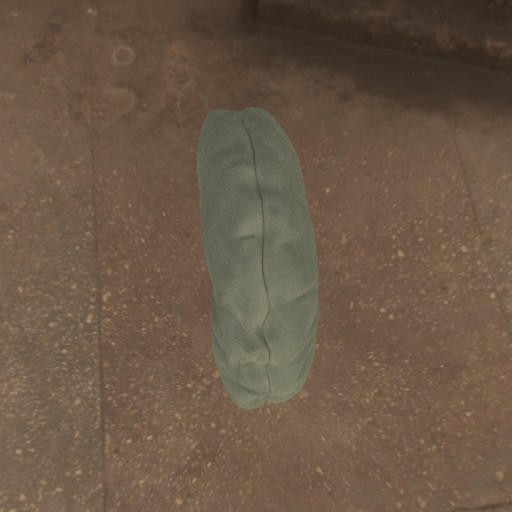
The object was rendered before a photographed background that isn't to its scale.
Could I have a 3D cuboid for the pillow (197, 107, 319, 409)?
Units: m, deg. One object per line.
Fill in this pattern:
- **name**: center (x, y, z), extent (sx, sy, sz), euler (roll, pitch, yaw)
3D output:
- **pillow**: center (0.000, 0.000, 0.656), extent (0.148, 0.407, 0.428), euler (-5, 75, -1)
